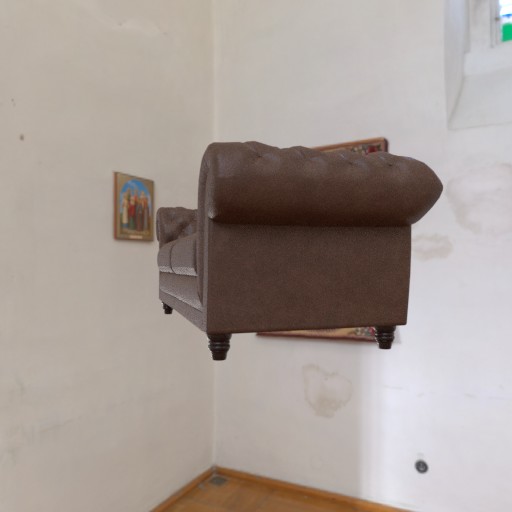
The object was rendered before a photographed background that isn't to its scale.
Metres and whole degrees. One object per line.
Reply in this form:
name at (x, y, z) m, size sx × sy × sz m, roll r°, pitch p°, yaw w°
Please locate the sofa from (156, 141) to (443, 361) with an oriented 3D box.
sofa at (0.000, 0.000, 2.475) m, size 0.955 × 0.784 × 2.048 m, roll 0°, pitch -1°, yaw -18°
